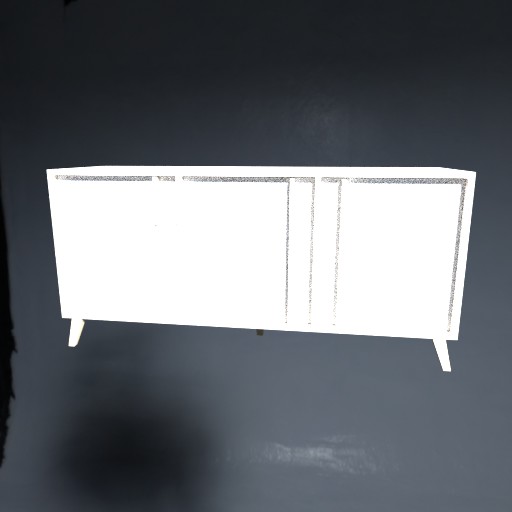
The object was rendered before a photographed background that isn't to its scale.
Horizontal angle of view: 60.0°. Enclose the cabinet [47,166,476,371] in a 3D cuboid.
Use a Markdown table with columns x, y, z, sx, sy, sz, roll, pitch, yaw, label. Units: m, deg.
| x | y | z | sx | sy | sz | roll | pitch | yaw | label |
| --- | --- | --- | --- | --- | --- | --- | --- | --- | --- |
| 0.000 | 0.000 | 2.018 | 1.649 | 0.780 | 0.500 | 2 | 13 | 8 | cabinet |
